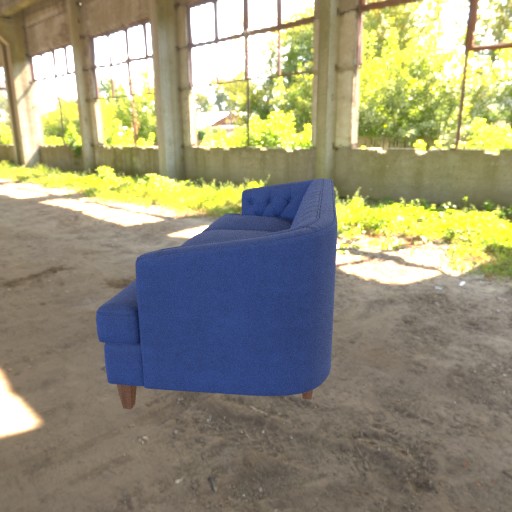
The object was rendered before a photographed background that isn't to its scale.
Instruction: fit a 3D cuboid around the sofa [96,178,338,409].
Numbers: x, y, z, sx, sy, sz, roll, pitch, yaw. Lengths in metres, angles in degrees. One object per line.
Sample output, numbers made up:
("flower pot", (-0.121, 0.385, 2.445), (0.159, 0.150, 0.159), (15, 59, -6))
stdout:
("sofa", (0.000, 0.000, 2.696), (0.914, 0.787, 2.235), (2, 15, 9))
